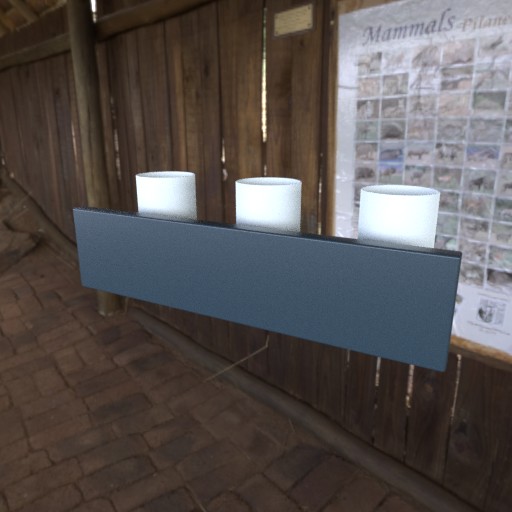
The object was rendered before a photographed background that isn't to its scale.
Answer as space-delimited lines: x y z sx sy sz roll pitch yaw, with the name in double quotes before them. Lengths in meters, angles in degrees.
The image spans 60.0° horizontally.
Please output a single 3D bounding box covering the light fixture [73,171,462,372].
"light fixture" 0.000 0.000 0.533 0.451 0.172 0.145 9 19 27
